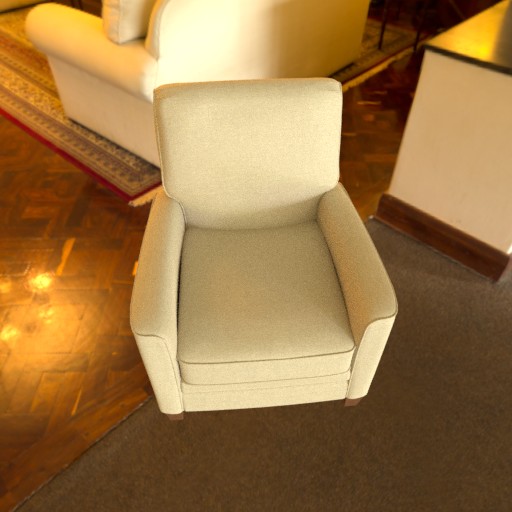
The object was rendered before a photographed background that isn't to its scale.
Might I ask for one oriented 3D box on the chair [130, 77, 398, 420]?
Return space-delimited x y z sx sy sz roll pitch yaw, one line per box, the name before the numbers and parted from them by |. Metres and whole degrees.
chair | 0.000 0.000 1.664 0.841 1.023 0.858 -4 46 -4
